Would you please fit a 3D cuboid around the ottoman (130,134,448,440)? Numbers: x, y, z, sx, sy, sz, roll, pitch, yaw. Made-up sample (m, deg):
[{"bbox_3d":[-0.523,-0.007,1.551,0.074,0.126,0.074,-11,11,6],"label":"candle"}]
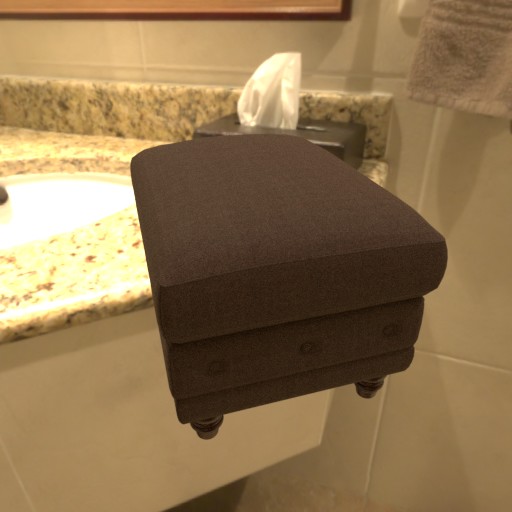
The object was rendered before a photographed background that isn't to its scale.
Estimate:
[{"bbox_3d":[0.000,0.000,1.234,0.599,0.555,0.809,-9,31,-15],"label":"ottoman"}]
